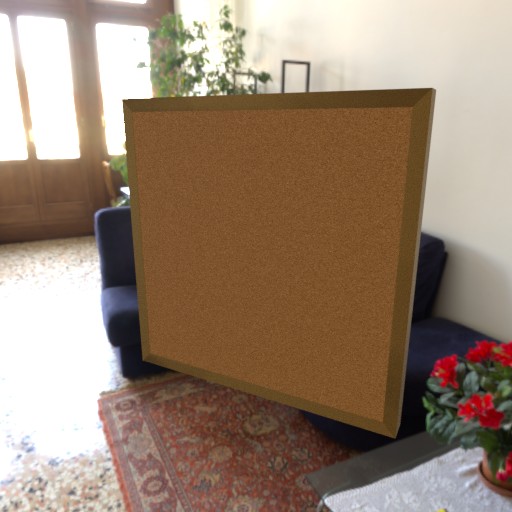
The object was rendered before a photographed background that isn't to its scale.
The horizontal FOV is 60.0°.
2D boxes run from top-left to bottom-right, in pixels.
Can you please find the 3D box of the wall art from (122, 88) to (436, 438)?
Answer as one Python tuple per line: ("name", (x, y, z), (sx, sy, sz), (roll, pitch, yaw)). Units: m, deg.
("wall art", (0.000, 0.000, 0.743), (0.507, 0.508, 0.038), (9, 18, 27))
